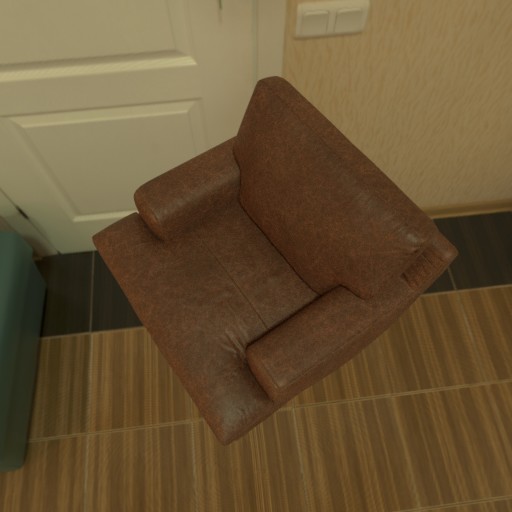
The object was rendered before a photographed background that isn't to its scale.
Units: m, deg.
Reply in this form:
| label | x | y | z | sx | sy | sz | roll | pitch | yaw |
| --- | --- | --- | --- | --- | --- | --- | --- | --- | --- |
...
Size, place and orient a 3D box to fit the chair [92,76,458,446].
| label | x | y | z | sx | sy | sz | roll | pitch | yaw |
| --- | --- | --- | --- | --- | --- | --- | --- | --- | --- |
| chair | 0.000 | 0.000 | 1.992 | 1.143 | 0.939 | 1.168 | -33 | 68 | -15 |
